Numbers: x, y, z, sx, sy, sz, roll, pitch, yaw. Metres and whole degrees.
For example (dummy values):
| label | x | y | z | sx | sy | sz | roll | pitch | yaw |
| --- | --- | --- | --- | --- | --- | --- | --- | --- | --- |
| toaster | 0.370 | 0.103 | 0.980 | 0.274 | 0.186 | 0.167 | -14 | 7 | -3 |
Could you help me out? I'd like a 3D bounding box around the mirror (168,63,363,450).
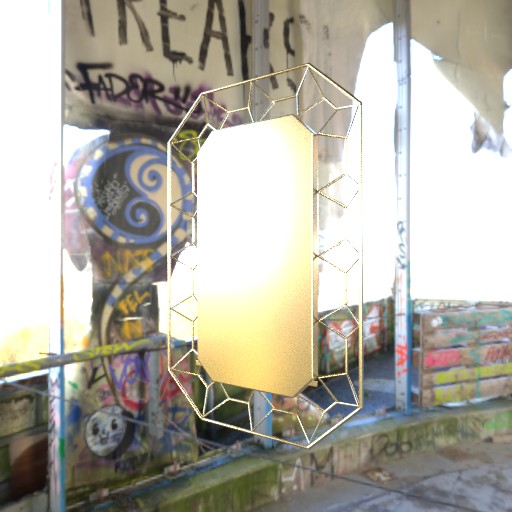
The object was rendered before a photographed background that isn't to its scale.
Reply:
| label | x | y | z | sx | sy | sz | roll | pitch | yaw |
| --- | --- | --- | --- | --- | --- | --- | --- | --- | --- |
| mirror | 0.000 | 0.000 | 1.104 | 0.572 | 0.870 | 0.051 | 0 | 0 | 35 |
